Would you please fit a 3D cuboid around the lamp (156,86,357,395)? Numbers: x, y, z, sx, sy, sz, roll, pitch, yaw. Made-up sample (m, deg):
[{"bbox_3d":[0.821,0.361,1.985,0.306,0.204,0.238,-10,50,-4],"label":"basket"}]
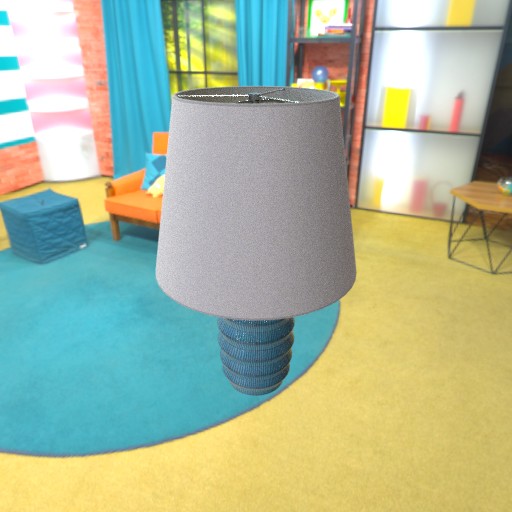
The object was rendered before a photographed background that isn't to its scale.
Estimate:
[{"bbox_3d":[0.000,0.000,0.567,0.254,0.392,0.254,0,26,0],"label":"lamp"}]
